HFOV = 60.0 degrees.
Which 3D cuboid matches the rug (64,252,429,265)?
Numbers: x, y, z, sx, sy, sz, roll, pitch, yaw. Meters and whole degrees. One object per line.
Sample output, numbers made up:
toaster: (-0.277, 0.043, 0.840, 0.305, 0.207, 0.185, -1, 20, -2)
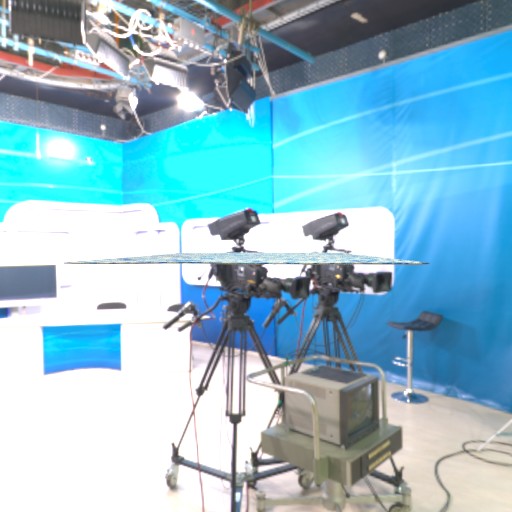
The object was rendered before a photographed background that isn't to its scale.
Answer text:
rug: (0.000, 0.000, 3.056, 1.520, 0.011, 2.447, 0, 1, 2)
